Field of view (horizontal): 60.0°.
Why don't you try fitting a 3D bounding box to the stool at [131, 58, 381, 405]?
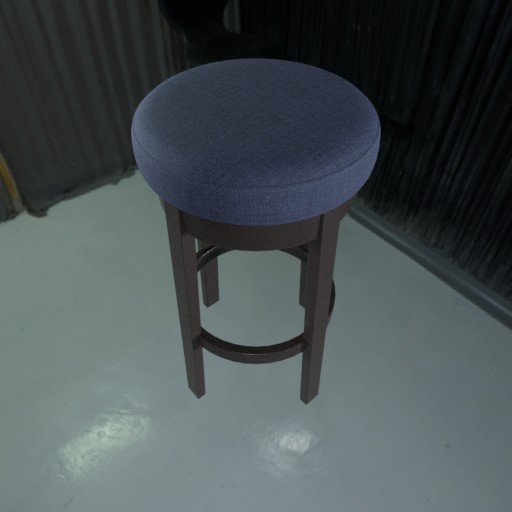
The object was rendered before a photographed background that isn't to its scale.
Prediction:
[{"bbox_3d":[0.000,0.000,1.013,0.446,0.758,0.446,0,46,0],"label":"stool"}]
